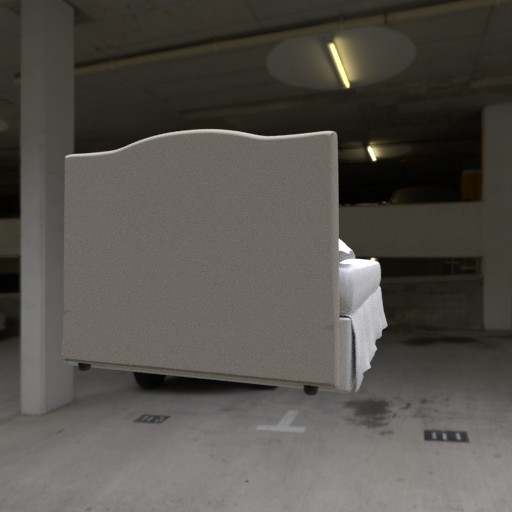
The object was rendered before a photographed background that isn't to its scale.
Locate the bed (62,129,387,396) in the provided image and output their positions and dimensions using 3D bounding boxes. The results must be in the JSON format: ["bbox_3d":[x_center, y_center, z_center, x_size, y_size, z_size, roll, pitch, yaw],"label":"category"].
[{"bbox_3d":[0.000,0.000,3.662,1.977,1.437,2.477,0,0,19],"label":"bed"}]
